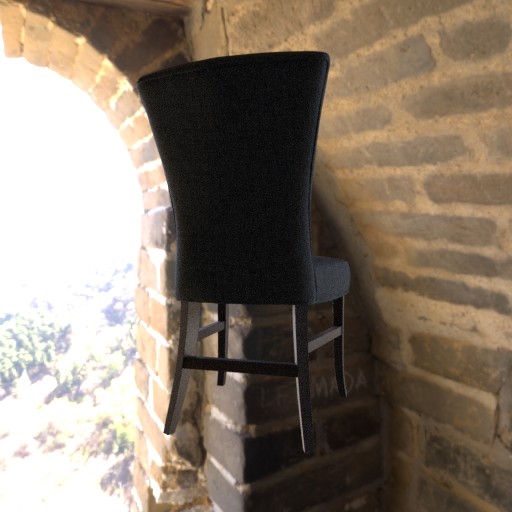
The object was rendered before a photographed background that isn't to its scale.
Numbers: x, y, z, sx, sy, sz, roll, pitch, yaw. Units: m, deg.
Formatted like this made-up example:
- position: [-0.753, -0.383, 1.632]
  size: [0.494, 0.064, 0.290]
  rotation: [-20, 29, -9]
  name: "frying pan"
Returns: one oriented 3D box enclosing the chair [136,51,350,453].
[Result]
- position: [0.000, 0.000, 1.365]
  size: [0.520, 0.991, 0.660]
  rotation: [0, -1, 17]
  name: "chair"
